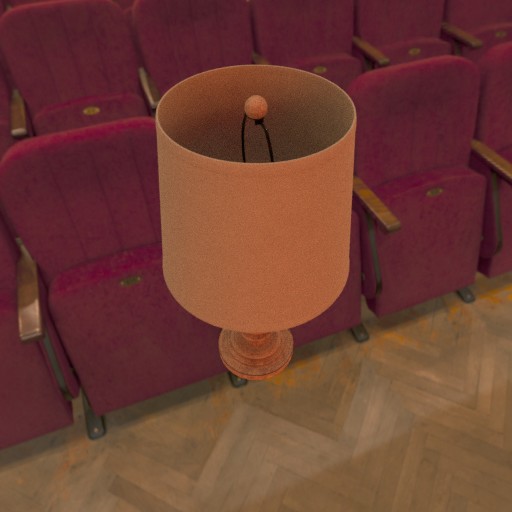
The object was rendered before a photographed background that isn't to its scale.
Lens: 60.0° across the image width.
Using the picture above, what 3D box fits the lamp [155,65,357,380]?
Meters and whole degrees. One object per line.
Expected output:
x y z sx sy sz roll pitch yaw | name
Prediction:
0.000 0.000 0.656 0.273 0.497 0.273 0 46 0 | lamp
